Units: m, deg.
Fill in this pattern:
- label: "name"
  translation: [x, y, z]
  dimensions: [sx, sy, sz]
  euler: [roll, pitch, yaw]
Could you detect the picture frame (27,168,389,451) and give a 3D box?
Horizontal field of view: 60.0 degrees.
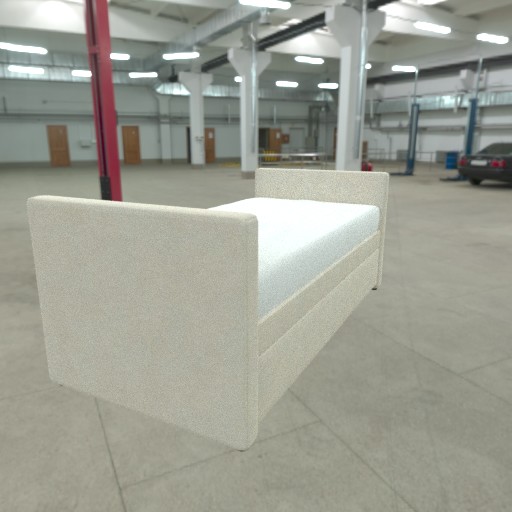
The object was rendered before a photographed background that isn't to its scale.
- label: "picture frame"
  translation: [0.000, 0.000, 2.659]
  dimensions: [1.069, 0.891, 2.161]
  euler: [8, 17, 27]
